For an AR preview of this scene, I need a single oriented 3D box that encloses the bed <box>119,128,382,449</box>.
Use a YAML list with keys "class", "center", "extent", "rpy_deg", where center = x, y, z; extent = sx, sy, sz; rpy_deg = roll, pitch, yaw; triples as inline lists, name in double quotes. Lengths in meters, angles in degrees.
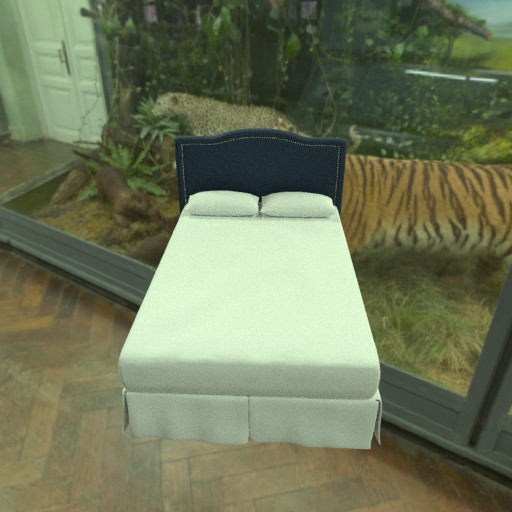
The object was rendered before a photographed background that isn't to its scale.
- class: "bed"
  center: [0.000, 0.000, 3.616]
  extent: [1.741, 1.441, 2.507]
  rpy_deg: [1, 31, 2]
